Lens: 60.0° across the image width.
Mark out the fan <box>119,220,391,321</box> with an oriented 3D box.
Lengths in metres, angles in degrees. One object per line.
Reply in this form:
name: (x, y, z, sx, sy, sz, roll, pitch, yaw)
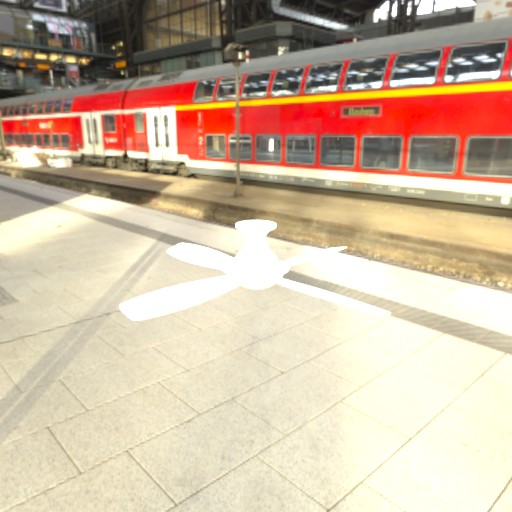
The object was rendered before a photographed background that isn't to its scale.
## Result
fan: (0.000, 0.000, 2.572, 1.693, 0.382, 1.694, -15, 22, -42)
